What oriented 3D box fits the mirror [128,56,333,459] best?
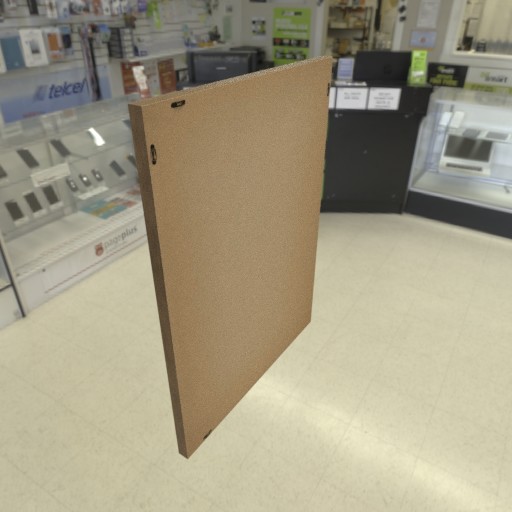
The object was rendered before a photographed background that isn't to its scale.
[{"bbox_3d":[0.000,0.000,1.322,0.041,1.016,0.762,20,37,29],"label":"mirror"}]
